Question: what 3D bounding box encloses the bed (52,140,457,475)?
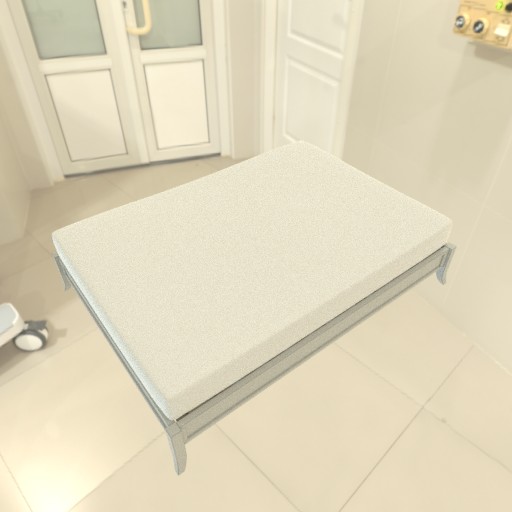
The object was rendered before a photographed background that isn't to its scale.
[{"bbox_3d":[0.000,0.000,2.679,1.985,0.510,1.460,-27,48,-27],"label":"bed"}]
